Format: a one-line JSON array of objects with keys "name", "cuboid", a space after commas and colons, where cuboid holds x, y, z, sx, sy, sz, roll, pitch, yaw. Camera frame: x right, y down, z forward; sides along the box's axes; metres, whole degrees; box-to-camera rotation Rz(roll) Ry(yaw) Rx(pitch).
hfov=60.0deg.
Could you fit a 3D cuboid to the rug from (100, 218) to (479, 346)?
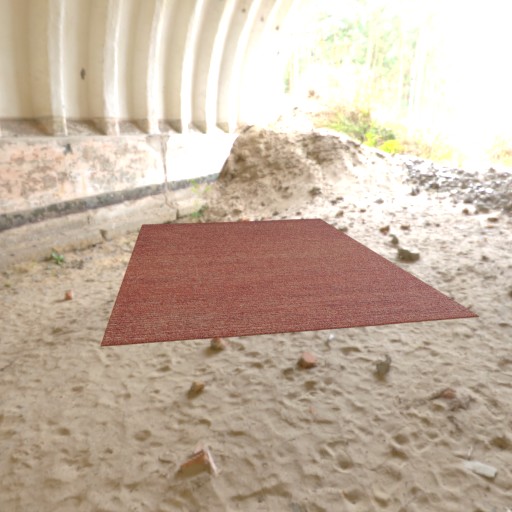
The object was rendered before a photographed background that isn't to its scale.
[{"name": "rug", "cuboid": [0.000, 0.000, 5.052, 2.803, 0.025, 3.965, -3, 16, -10]}]
